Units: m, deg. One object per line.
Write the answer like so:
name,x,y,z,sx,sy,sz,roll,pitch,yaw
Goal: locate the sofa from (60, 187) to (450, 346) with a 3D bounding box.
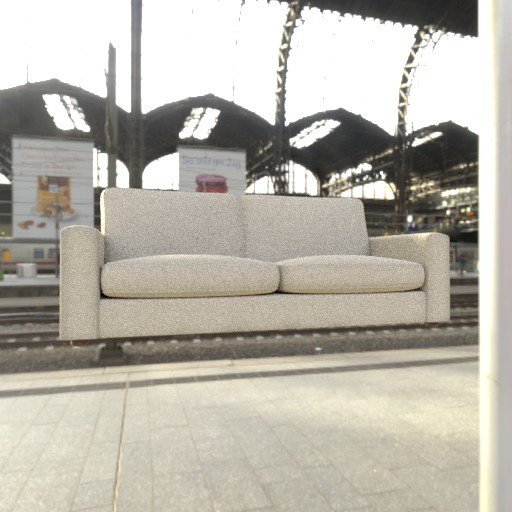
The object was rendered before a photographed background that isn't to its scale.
sofa,0.000,0.000,2.803,2.179,0.873,1.016,0,0,-17
